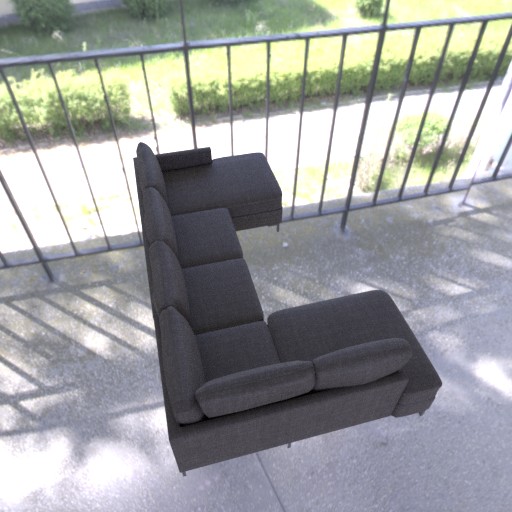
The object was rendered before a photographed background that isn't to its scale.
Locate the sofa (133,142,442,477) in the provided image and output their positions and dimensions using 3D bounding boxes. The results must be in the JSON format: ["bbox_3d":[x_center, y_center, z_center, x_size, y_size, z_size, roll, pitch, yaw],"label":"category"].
[{"bbox_3d":[0.000,0.000,4.318,2.048,0.999,3.423,-11,47,-10],"label":"sofa"}]
